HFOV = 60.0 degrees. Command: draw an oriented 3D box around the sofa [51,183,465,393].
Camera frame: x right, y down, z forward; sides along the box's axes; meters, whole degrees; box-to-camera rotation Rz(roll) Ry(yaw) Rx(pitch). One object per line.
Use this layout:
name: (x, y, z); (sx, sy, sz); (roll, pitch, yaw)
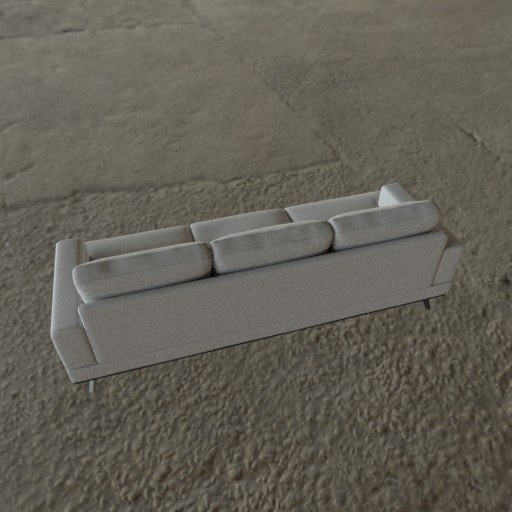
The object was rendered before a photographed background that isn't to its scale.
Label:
sofa: (0.000, 0.000, 2.770); (2.310, 0.810, 0.920); (-11, 42, -13)
